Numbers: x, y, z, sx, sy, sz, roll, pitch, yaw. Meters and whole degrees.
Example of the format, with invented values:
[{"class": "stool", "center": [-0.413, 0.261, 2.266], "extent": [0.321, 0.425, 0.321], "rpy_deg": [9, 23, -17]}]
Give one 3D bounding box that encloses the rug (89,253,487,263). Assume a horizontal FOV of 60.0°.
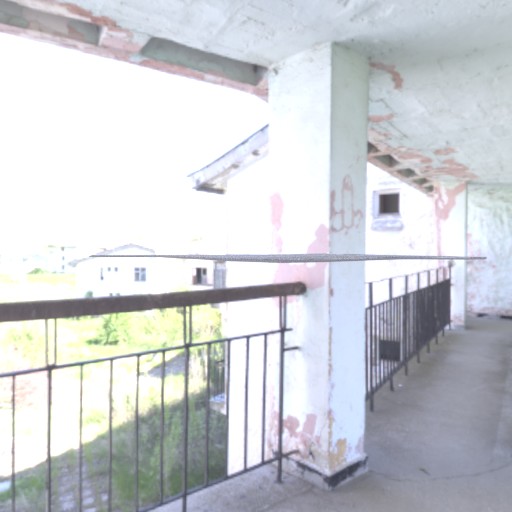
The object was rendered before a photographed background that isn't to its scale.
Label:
[{"class": "rug", "center": [0.000, 0.000, 2.265], "extent": [1.159, 0.021, 1.789], "rpy_deg": [0, 1, -37]}]
